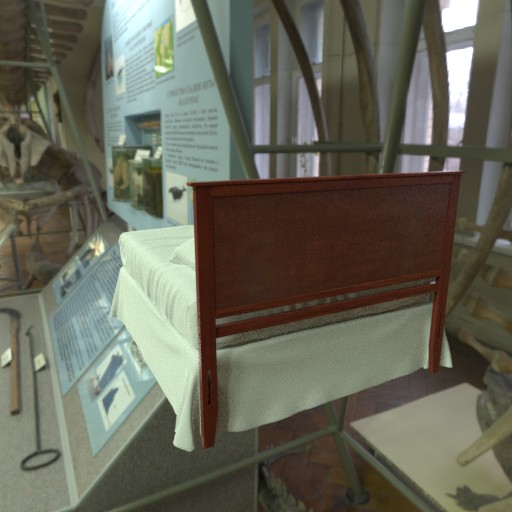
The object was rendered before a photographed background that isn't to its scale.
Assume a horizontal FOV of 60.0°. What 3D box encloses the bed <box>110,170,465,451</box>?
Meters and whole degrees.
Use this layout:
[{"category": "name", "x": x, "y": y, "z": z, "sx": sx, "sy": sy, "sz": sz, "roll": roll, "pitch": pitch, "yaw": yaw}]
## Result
[{"category": "bed", "x": 0.000, "y": 0.000, "z": 3.195, "sx": 1.870, "sy": 1.270, "sz": 2.050, "roll": -7, "pitch": 16, "yaw": -27}]
